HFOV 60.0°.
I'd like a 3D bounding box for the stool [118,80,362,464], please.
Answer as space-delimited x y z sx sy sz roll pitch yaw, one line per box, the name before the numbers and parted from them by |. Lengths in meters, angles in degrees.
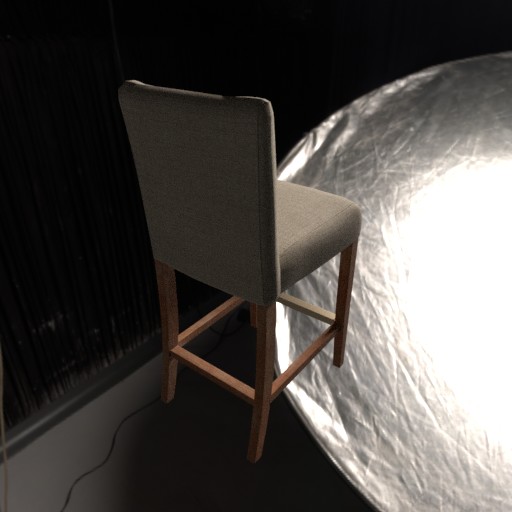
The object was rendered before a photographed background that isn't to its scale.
stool | 0.000 0.000 1.369 0.454 1.039 0.567 21 35 32
